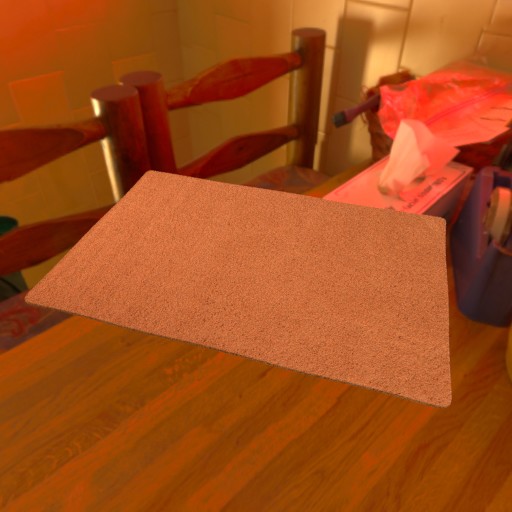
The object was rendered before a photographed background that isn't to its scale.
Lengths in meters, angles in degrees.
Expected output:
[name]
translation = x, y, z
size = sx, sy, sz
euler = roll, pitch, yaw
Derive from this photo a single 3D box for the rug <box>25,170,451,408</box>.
[rug]
translation = 0.000, 0.000, 3.283
size = 2.700, 0.024, 1.801
euler = 11, 42, 13
